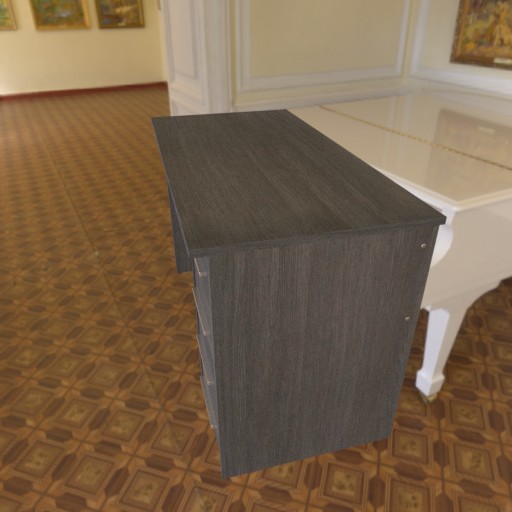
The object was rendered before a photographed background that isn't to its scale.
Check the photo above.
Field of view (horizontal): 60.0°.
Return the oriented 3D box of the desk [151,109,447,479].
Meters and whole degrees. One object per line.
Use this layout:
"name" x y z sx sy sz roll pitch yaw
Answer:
"desk" 0.000 0.000 1.535 0.560 0.730 1.096 -8 31 -13
